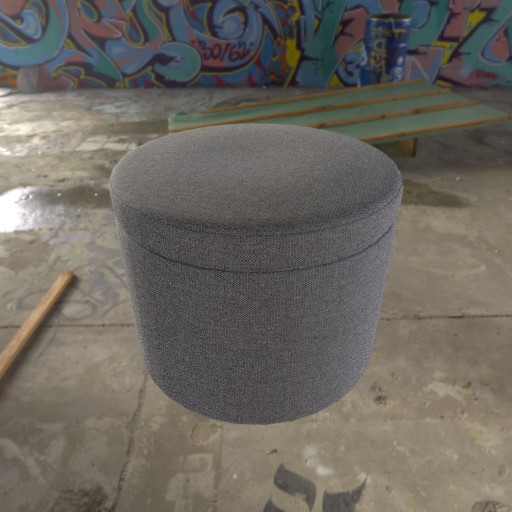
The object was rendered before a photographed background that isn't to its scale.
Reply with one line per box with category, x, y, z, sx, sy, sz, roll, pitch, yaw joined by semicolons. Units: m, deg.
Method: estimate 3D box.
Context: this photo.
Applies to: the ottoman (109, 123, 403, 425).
ottoman;0.000;0.000;0.875;0.500;0.419;0.500;0;32;0
